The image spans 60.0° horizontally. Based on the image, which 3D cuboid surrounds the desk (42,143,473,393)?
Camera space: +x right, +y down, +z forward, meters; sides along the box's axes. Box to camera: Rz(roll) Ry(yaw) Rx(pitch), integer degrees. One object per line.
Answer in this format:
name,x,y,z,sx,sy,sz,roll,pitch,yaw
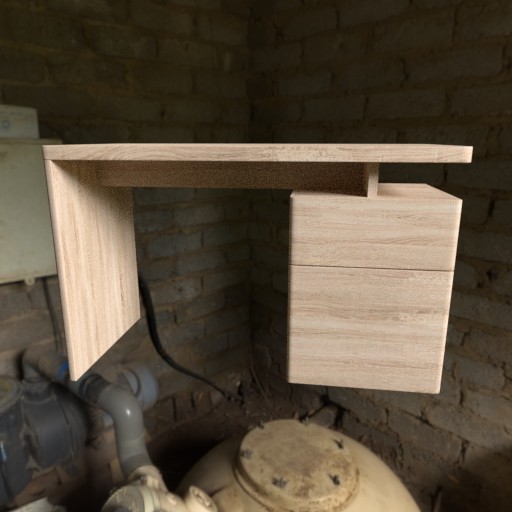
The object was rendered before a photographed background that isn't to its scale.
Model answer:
desk,0.000,0.000,1.561,1.200,0.760,0.550,2,15,8
